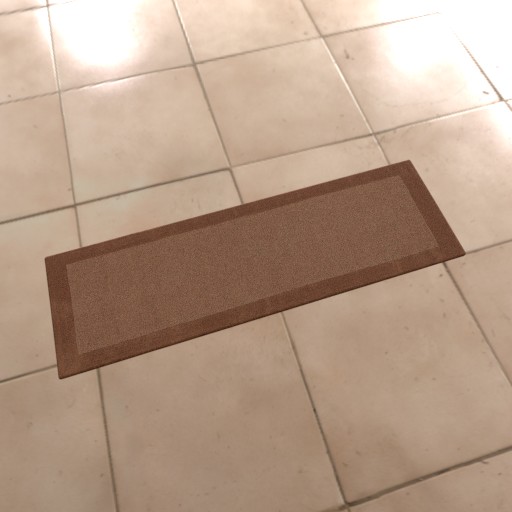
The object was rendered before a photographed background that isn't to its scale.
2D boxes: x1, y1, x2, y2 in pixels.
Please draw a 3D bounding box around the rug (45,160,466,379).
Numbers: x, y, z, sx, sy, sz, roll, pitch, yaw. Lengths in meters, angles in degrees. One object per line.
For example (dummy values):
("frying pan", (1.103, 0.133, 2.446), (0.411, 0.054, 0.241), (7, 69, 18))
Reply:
("rug", (0.000, 0.000, 2.682), (2.439, 0.017, 0.764), (-16, 64, -8))
